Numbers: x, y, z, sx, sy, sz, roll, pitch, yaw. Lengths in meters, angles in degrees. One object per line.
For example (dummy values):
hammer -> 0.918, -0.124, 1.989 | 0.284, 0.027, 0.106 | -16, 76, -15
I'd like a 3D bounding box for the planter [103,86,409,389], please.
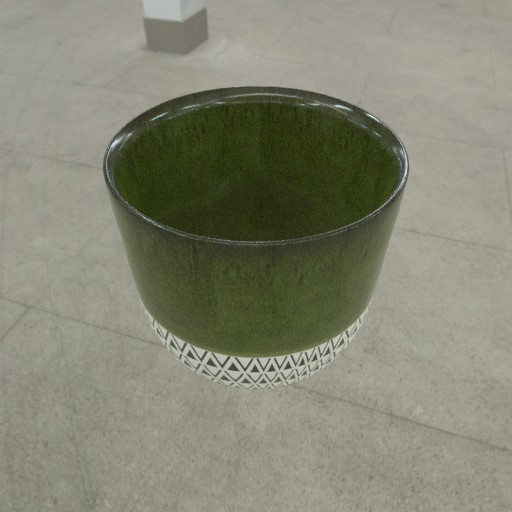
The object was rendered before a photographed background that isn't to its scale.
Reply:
planter -> 0.000, 0.000, 0.487 | 0.266, 0.270, 0.266 | 0, 43, 0
